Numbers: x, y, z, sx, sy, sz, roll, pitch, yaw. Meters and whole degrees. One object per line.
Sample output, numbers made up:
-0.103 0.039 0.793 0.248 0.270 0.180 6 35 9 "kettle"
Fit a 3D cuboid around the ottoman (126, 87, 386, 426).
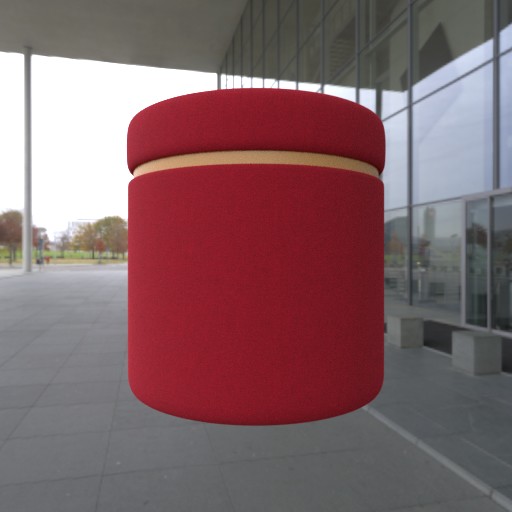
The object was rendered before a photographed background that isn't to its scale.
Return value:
0.000 0.000 0.713 0.400 0.406 0.400 0 0 0 "ottoman"
